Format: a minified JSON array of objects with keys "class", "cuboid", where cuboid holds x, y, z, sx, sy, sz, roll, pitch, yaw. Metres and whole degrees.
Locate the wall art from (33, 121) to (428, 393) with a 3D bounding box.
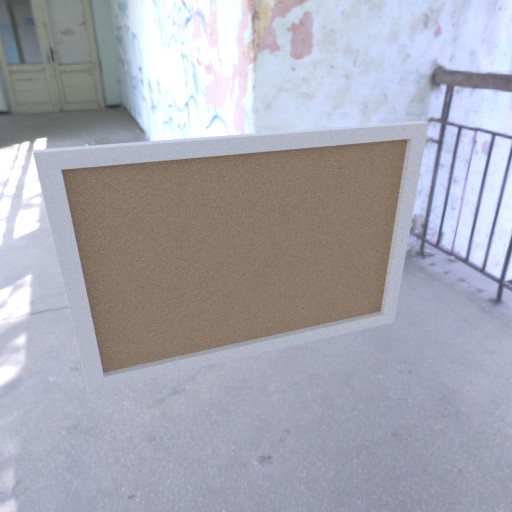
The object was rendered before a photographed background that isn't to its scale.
[{"class":"wall art","cuboid":[0.000,0.000,1.418,1.144,0.767,0.038,-9,29,-17]}]
